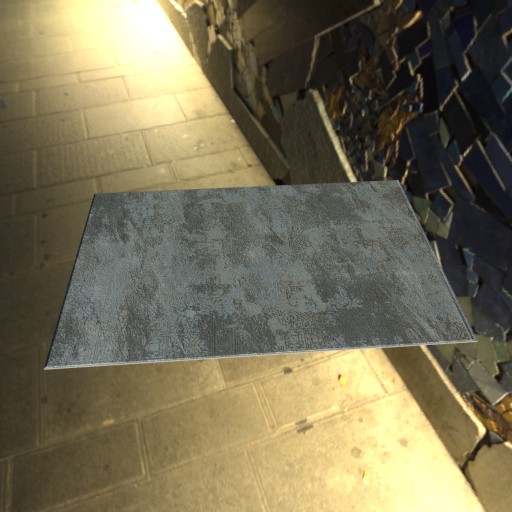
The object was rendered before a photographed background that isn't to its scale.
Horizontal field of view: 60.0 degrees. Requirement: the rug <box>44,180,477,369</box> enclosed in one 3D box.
[{"bbox_3d":[0.000,0.000,3.005,2.431,0.012,1.536,-3,46,-3],"label":"rug"}]
